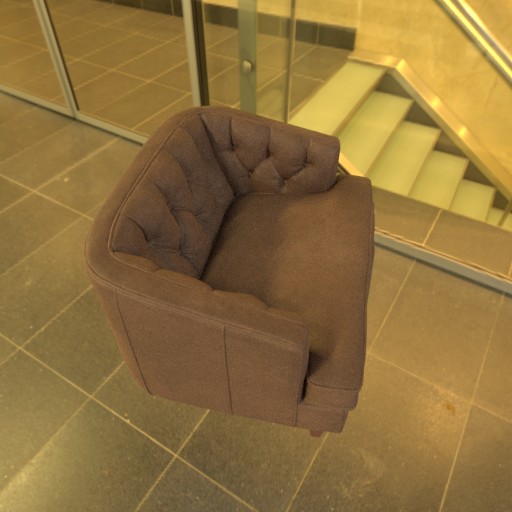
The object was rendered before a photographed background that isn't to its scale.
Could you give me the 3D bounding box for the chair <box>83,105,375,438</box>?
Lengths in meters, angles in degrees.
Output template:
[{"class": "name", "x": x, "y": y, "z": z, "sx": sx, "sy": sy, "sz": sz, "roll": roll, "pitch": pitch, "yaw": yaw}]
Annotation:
[{"class": "chair", "x": 0.000, "y": 0.000, "z": 1.756, "sx": 0.914, "sy": 0.787, "sz": 1.118, "roll": 9, "pitch": 46, "yaw": 8}]
